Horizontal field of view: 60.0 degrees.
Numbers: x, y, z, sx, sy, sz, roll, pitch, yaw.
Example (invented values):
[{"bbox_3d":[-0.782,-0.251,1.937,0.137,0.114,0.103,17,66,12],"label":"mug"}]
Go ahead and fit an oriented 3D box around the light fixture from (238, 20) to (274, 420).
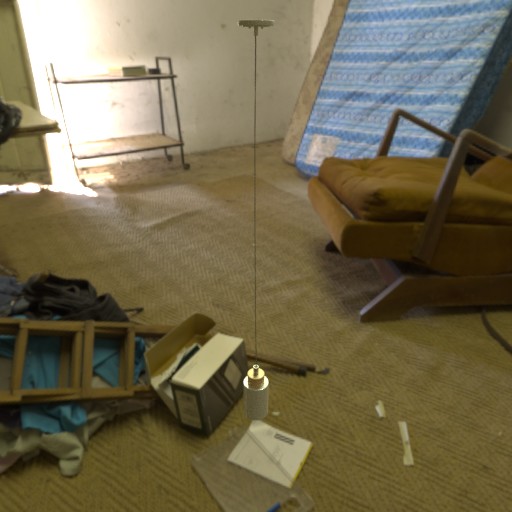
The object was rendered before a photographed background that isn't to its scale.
[{"bbox_3d":[0.000,0.000,1.915,0.125,1.798,0.125,17,31,31],"label":"light fixture"}]
